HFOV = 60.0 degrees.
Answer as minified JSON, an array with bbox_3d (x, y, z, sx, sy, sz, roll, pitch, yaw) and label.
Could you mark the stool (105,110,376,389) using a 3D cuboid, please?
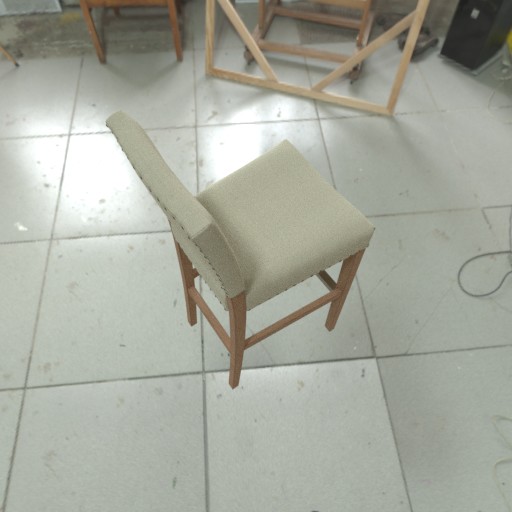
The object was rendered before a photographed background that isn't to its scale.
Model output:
[{"bbox_3d":[0.000,0.000,1.423,0.546,1.143,0.428,-31,64,-17],"label":"stool"}]
